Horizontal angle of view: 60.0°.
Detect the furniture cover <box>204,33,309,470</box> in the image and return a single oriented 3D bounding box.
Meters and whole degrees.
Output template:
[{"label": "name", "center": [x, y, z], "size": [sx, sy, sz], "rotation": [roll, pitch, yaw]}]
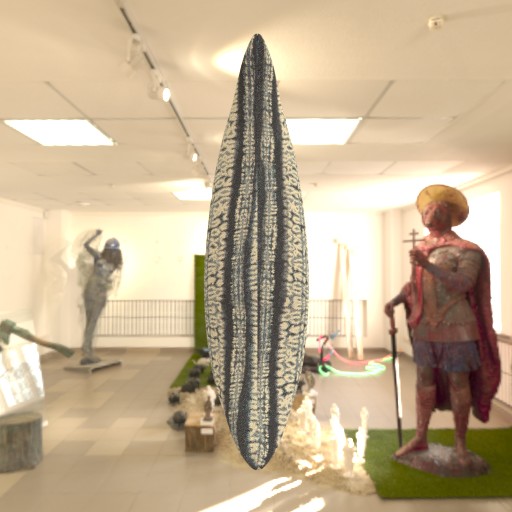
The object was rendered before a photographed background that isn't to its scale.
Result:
[{"label": "furniture cover", "center": [0.000, 0.000, 0.647], "size": [0.133, 0.435, 0.425], "rotation": [0, -1, 0]}]
